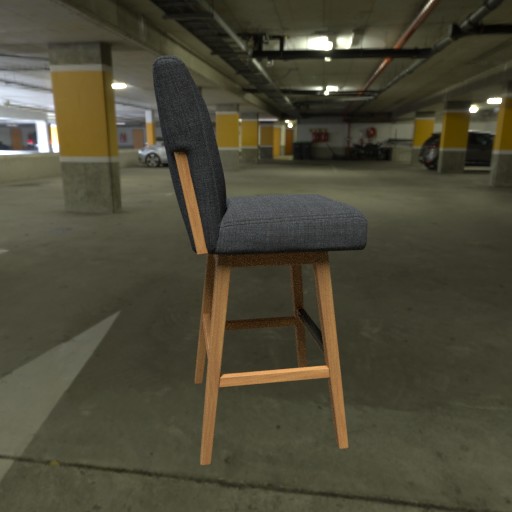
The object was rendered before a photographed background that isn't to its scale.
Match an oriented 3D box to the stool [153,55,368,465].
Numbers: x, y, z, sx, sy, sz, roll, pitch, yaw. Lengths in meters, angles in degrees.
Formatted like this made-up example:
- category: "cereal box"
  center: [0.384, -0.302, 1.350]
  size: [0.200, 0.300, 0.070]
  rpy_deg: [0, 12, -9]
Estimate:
- category: "stool"
  center: [0.000, 0.000, 1.405]
  size: [0.570, 1.112, 0.483]
  rpy_deg: [-2, 15, -9]
